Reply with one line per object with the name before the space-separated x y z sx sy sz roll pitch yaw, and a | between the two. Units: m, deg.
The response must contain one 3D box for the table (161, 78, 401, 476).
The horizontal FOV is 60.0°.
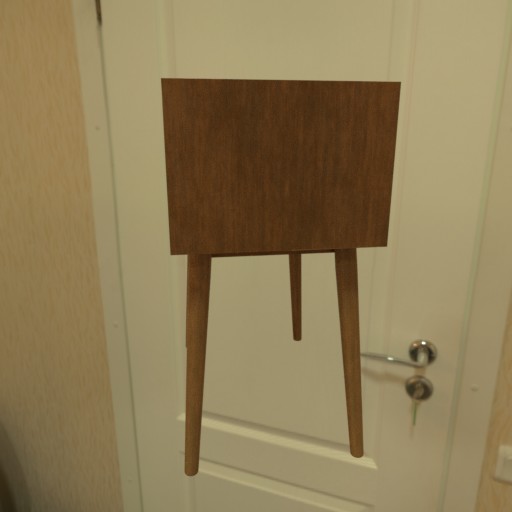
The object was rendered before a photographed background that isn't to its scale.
table | 0.000 0.000 0.840 0.307 0.580 0.454 -2 16 -8
